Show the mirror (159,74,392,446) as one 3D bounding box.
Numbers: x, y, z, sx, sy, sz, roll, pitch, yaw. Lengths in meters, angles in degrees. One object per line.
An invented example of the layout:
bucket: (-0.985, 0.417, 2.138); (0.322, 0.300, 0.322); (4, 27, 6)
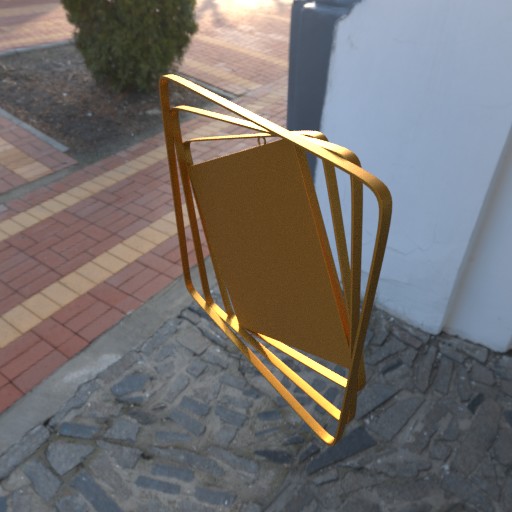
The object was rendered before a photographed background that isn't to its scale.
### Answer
mirror: (0.000, 0.000, 0.699); (0.045, 0.468, 0.470); (-24, 44, -28)
